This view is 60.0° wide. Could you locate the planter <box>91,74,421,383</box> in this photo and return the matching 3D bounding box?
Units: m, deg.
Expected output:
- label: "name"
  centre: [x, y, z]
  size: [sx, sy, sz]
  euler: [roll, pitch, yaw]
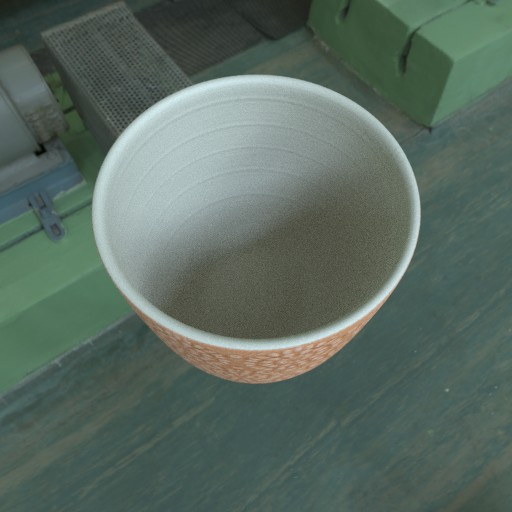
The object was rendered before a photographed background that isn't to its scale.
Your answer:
- label: "planter"
  centre: [0.000, 0.000, 0.366]
  size: [0.208, 0.190, 0.208]
  euler: [0, 63, 0]
